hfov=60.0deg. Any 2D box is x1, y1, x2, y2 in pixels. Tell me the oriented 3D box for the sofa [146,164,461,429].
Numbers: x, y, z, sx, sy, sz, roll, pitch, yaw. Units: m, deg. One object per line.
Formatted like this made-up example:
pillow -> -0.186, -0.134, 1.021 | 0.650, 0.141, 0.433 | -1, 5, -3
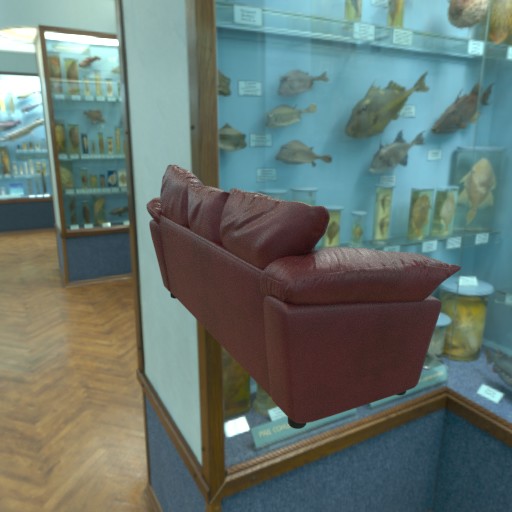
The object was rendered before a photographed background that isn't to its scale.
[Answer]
sofa -> 0.000, 0.000, 2.871 | 0.907, 1.091, 2.390 | -7, 16, -26
